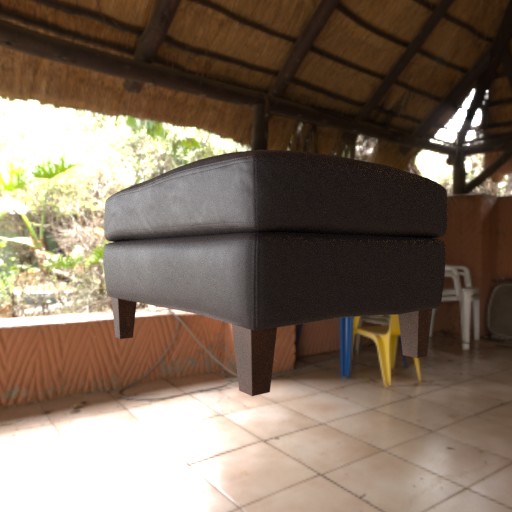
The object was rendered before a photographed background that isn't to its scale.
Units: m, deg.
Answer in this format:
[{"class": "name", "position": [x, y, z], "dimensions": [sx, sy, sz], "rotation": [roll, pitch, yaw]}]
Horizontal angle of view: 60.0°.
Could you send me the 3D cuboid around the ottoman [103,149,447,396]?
[{"class": "ottoman", "position": [0.000, 0.000, 1.309], "dimensions": [0.659, 0.529, 0.887], "rotation": [0, 0, -37]}]
